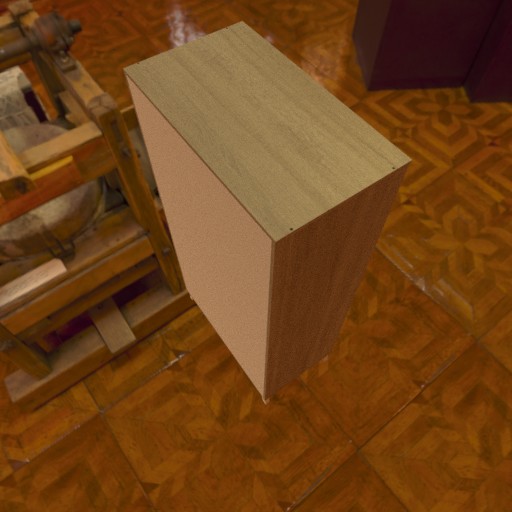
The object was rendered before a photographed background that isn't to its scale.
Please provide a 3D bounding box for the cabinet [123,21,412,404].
[{"bbox_3d":[0.000,0.000,2.462,0.571,1.999,1.006,-31,63,-18],"label":"cabinet"}]
